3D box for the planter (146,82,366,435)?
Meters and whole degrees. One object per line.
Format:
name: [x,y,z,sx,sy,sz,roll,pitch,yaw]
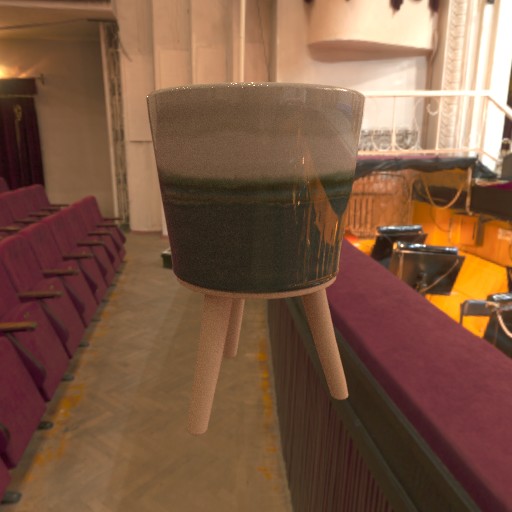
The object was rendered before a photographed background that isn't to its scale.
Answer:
planter: [0.000,0.000,0.487,0.217,0.331,0.217,-2,14,-9]
